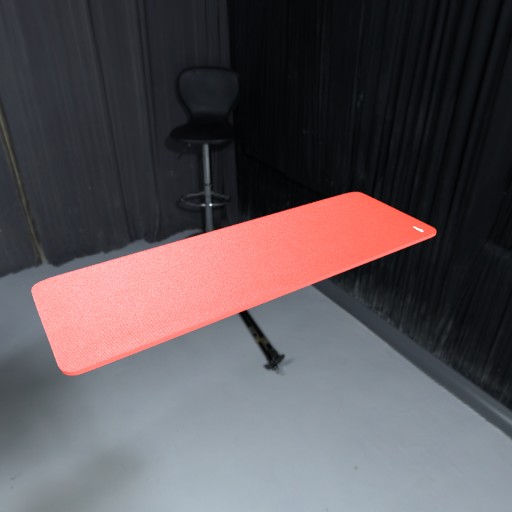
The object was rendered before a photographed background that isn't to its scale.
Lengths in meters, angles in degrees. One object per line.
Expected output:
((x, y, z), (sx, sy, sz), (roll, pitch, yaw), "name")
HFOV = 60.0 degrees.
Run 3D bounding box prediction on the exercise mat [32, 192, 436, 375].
((0.000, 0.000, 2.070), (1.869, 0.021, 0.616), (-18, 36, -27), "exercise mat")
